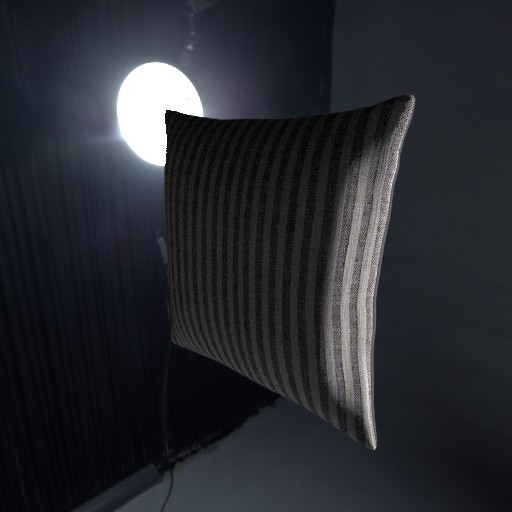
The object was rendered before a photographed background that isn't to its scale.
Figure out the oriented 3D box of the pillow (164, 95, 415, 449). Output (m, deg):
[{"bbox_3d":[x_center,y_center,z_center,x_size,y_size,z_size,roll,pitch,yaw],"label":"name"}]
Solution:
[{"bbox_3d":[0.000,0.000,0.775,0.523,0.506,0.166,15,22,42],"label":"pillow"}]
